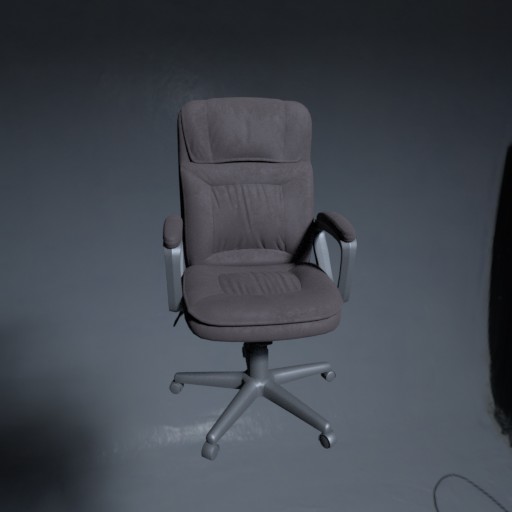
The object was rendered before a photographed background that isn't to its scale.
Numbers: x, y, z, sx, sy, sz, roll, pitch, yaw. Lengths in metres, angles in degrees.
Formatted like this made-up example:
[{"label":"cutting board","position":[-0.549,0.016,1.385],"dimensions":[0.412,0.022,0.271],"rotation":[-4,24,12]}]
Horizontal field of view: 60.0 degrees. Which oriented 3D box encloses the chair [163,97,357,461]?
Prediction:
[{"label":"chair","position":[0.000,0.000,1.572],"dimensions":[0.667,1.105,0.724],"rotation":[-2,16,-8]}]
